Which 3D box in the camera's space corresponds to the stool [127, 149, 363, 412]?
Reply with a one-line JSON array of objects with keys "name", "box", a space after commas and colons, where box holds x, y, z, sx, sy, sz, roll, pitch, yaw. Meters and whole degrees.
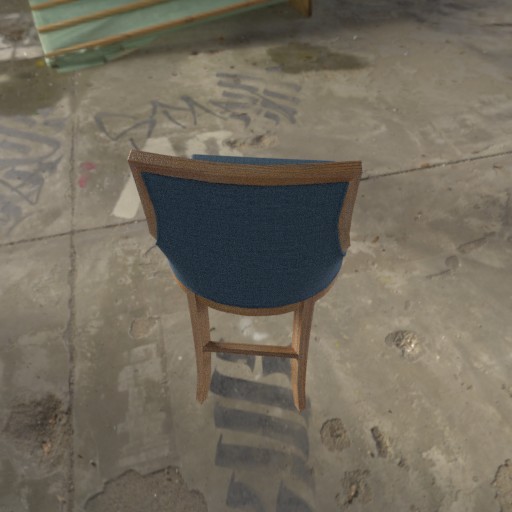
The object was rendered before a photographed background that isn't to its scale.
[{"name": "stool", "box": [0.000, 0.000, 1.405, 0.524, 1.101, 0.626, 3, 47, 3]}]
